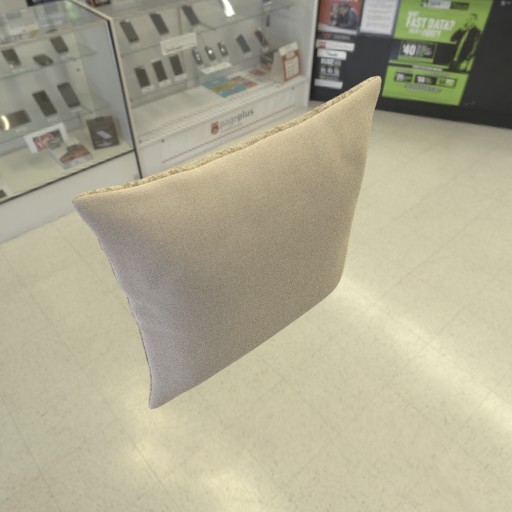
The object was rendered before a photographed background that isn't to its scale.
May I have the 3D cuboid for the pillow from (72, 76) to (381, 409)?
[{"bbox_3d":[0.000,0.000,0.781,0.523,0.510,0.166,-30,52,-26],"label":"pillow"}]
